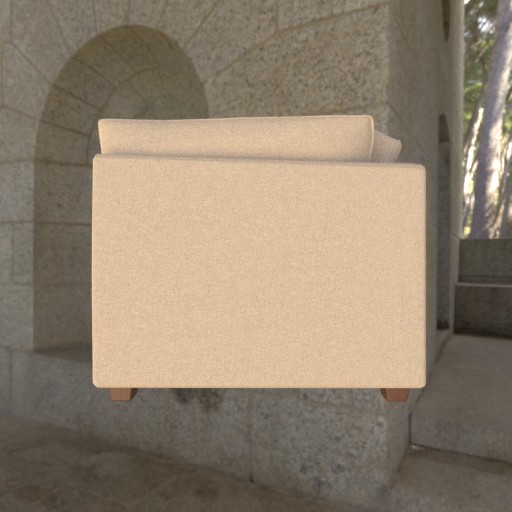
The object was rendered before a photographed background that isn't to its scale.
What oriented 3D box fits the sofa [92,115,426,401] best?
[{"bbox_3d":[0.000,0.000,1.873,1.042,0.937,1.050,0,0,0],"label":"sofa"}]
